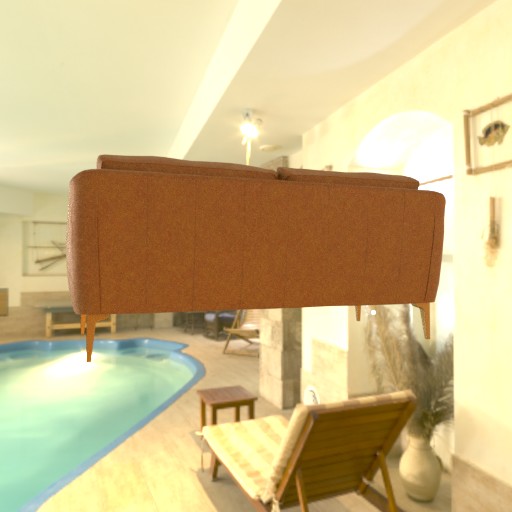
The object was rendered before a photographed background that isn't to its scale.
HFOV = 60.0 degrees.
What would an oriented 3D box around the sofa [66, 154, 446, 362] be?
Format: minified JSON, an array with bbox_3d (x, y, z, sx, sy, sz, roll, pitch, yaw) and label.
[{"bbox_3d":[0.000,0.000,2.581,2.036,0.945,0.981,0,-1,-19],"label":"sofa"}]
